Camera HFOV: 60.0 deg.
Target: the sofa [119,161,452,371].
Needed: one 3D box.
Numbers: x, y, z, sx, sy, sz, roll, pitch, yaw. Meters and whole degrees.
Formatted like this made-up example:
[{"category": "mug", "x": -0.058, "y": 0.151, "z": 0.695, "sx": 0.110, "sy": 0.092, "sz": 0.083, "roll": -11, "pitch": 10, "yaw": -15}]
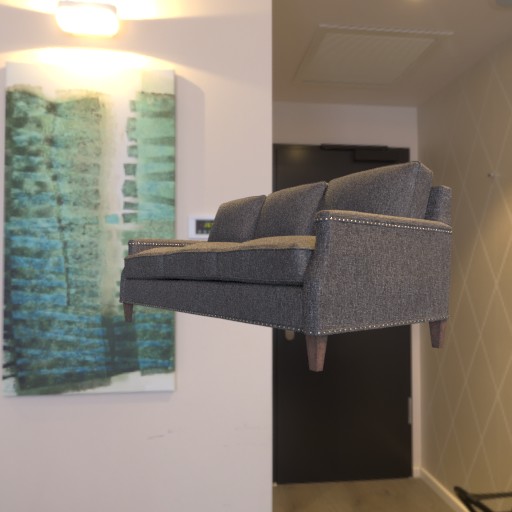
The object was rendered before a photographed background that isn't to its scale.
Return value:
[{"category": "sofa", "x": 0.000, "y": 0.000, "z": 2.953, "sx": 1.084, "sy": 1.003, "sz": 2.246, "roll": 1, "pitch": -2, "yaw": -37}]
